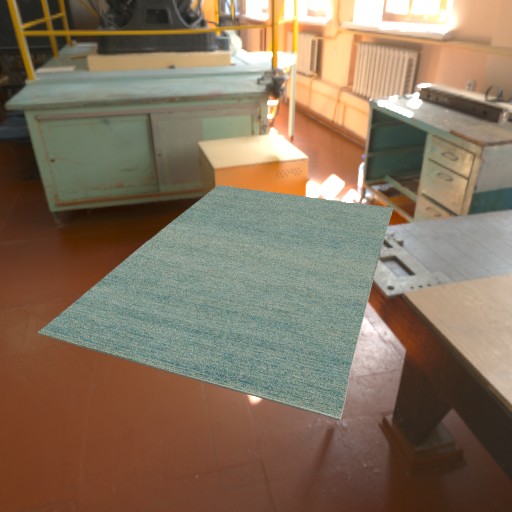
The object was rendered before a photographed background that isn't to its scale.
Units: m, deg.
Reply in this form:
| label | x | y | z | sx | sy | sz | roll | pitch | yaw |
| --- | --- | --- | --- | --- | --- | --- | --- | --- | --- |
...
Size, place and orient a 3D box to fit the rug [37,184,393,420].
| label | x | y | z | sx | sy | sz | roll | pitch | yaw |
| --- | --- | --- | --- | --- | --- | --- | --- | --- | --- |
| rug | 0.000 | 0.000 | 3.001 | 1.593 | 0.029 | 2.305 | 10 | 32 | 18 |
